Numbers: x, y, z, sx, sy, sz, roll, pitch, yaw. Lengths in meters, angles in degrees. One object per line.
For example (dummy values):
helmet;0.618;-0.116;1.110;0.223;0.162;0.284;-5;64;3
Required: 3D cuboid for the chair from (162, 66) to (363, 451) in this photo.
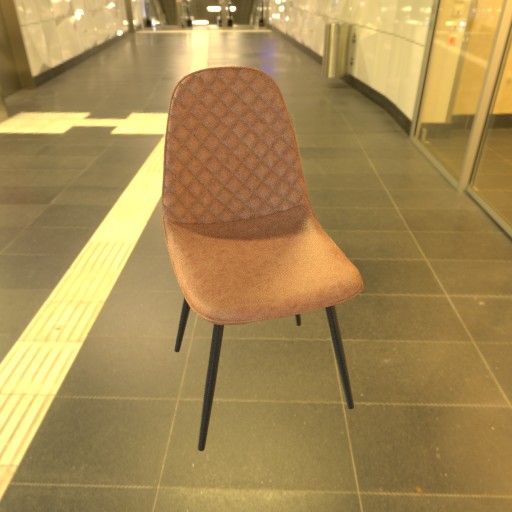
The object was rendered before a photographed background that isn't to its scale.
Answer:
chair;0.000;0.000;1.210;0.472;0.889;0.561;-9;32;-15
